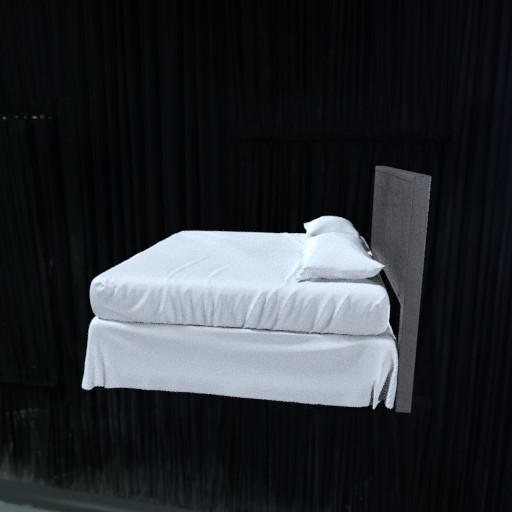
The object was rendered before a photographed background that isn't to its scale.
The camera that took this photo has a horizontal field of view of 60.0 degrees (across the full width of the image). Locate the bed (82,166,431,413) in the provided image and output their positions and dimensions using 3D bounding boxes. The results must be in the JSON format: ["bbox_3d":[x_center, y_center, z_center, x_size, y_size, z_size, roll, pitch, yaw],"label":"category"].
[{"bbox_3d":[0.000,0.000,2.955,1.785,1.142,1.772,2,13,9],"label":"bed"}]
